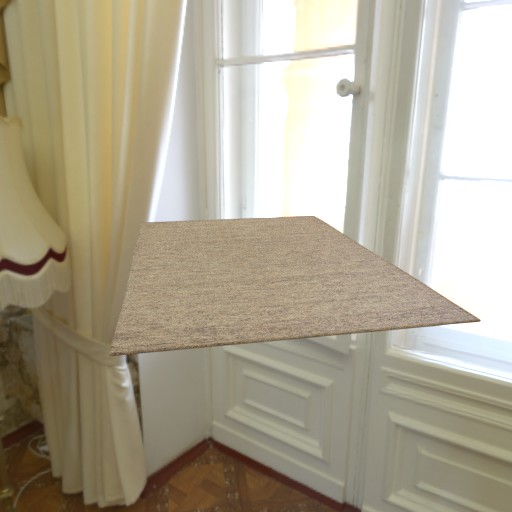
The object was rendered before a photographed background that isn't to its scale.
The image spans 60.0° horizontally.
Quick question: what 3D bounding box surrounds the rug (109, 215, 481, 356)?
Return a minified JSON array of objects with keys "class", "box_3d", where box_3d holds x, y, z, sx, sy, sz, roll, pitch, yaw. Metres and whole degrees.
[{"class":"rug","box_3d":[0.000,0.000,2.842,1.547,0.013,2.283,-3,17,-11]}]
